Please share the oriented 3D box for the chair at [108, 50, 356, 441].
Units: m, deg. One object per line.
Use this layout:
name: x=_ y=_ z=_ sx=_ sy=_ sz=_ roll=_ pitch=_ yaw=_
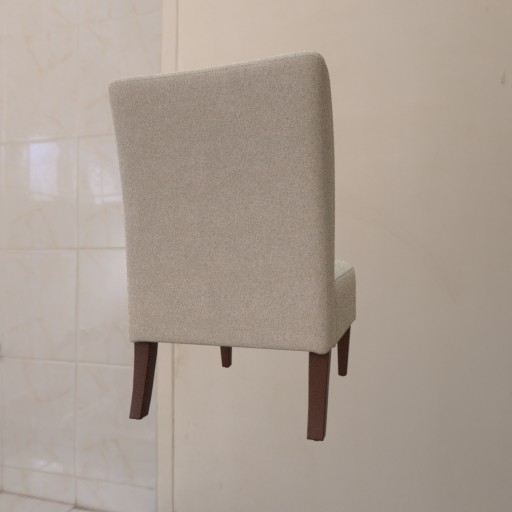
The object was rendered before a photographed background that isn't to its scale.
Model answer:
chair: x=0.000 y=0.000 z=1.309 sx=0.521 sy=0.833 sz=0.754 roll=0 pitch=-1 yaw=18
